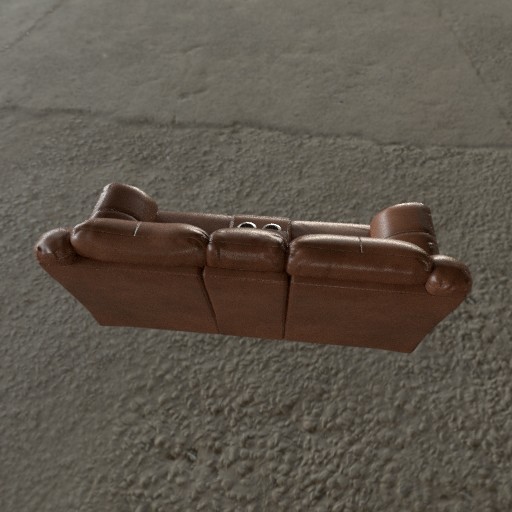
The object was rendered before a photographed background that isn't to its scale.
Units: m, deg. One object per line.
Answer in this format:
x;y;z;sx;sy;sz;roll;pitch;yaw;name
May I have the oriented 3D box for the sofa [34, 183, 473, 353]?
0.000;0.000;2.558;2.058;1.043;0.991;4;47;4;sofa
